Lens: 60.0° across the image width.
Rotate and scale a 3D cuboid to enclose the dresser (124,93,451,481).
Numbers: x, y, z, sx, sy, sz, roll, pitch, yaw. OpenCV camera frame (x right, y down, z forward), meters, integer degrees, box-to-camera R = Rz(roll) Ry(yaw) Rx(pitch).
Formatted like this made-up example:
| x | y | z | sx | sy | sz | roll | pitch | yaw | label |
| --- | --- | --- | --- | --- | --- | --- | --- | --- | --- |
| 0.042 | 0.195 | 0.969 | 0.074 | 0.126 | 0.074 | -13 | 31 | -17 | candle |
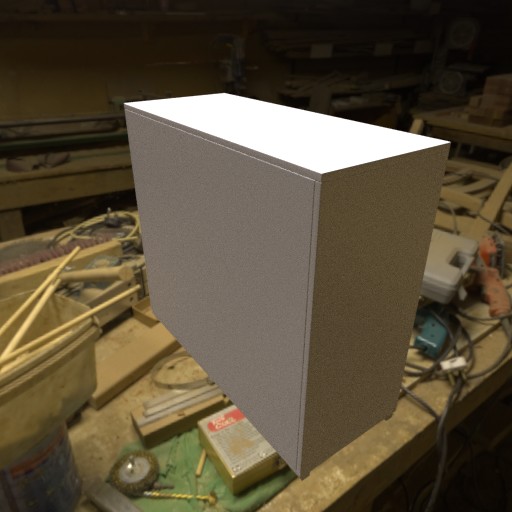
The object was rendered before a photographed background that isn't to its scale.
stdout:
| x | y | z | sx | sy | sz | roll | pitch | yaw | label |
| --- | --- | --- | --- | --- | --- | --- | --- | --- | --- |
| 0.000 | 0.000 | 1.663 | 0.460 | 1.000 | 1.100 | -19 | 33 | -31 | dresser |
